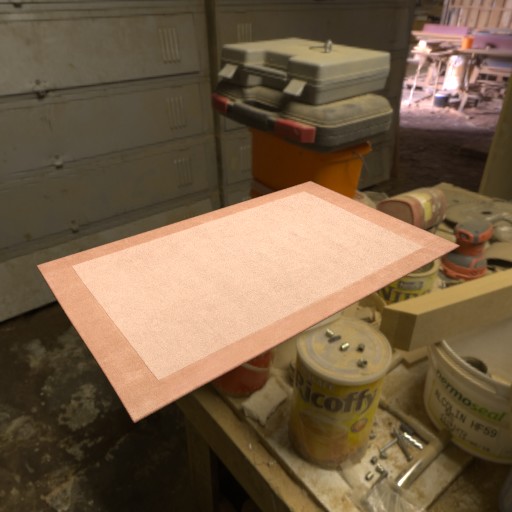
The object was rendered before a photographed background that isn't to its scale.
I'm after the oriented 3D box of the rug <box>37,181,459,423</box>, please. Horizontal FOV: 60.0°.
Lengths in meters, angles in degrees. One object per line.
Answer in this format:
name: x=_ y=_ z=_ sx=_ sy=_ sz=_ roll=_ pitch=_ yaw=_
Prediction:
rug: x=0.000 y=0.000 z=2.995 sx=2.438 sy=0.014 sz=1.524 roll=-21 pitch=37 yaw=-31
